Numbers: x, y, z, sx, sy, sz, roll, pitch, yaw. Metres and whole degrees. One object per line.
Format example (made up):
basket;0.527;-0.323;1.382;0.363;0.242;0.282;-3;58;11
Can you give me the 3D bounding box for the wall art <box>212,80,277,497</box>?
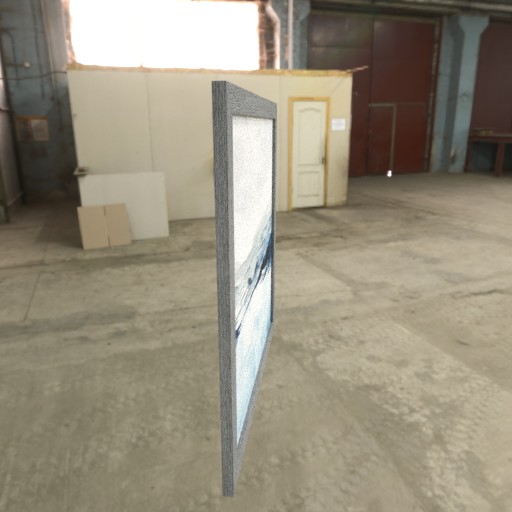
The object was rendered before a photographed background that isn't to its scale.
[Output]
wall art;0.000;0.000;1.008;0.020;0.685;0.685;2;17;8
